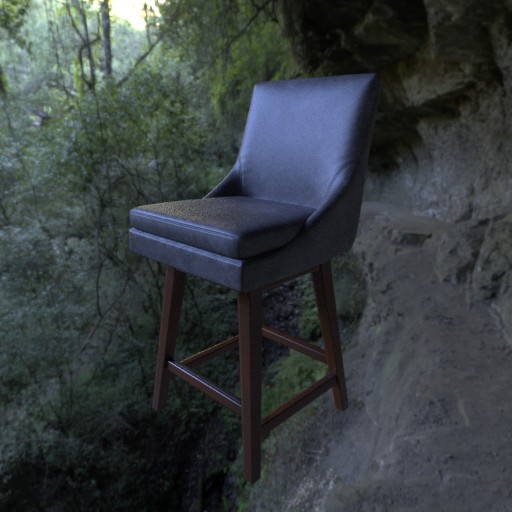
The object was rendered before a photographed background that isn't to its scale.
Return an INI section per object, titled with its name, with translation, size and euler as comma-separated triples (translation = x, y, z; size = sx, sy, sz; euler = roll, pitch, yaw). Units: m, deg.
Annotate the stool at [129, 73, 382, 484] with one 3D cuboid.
[stool]
translation = 0.000, 0.000, 1.352
size = 0.492, 1.046, 0.587
euler = 16, 23, 42
